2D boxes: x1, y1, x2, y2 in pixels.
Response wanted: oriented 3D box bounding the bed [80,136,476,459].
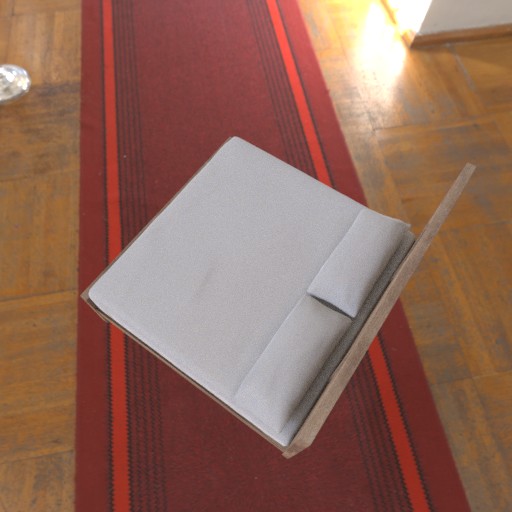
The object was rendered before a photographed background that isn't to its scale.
[{"bbox_3d":[0.000,0.000,3.477,2.062,1.626,2.032,32,68,15],"label":"bed"}]
